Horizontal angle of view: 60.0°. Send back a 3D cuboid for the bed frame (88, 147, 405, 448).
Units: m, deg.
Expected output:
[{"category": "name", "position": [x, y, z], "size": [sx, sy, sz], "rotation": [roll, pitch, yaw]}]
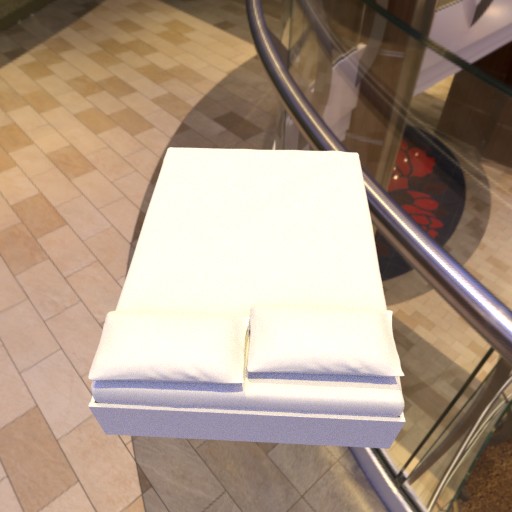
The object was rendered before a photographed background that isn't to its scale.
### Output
[{"category": "bed frame", "position": [0.000, 0.000, 2.649], "size": [1.450, 0.629, 1.950], "rotation": [2, 47, 2]}]
